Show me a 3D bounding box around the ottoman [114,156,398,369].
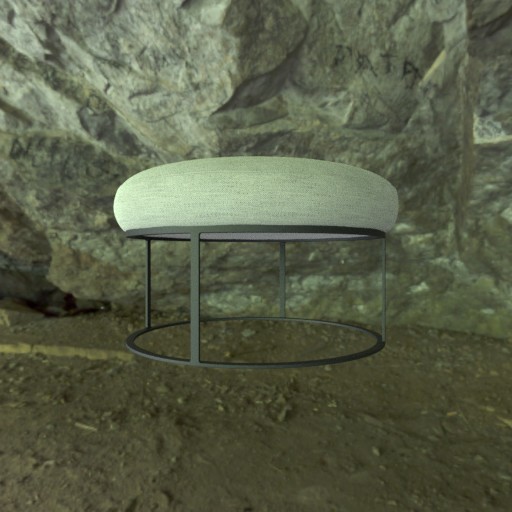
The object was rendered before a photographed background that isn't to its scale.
[{"bbox_3d":[0.000,0.000,1.256,0.769,0.459,0.769,0,0,0],"label":"ottoman"}]
